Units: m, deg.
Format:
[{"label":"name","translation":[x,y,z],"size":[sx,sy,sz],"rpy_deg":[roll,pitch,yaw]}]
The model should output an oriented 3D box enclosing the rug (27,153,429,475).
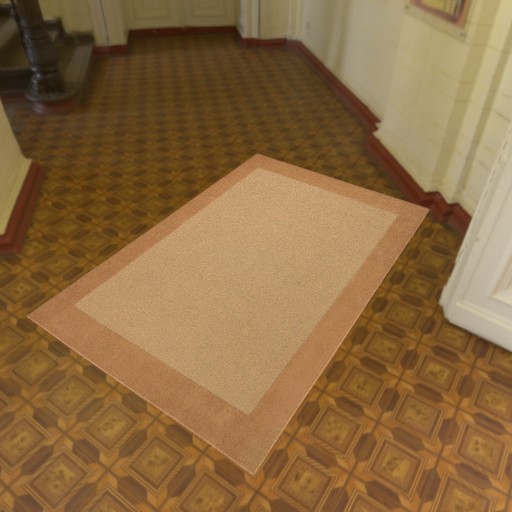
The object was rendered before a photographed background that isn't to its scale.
[{"label":"rug","translation":[0.000,0.000,2.280],"size":[1.219,0.014,1.829],"rpy_deg":[24,46,25]}]
